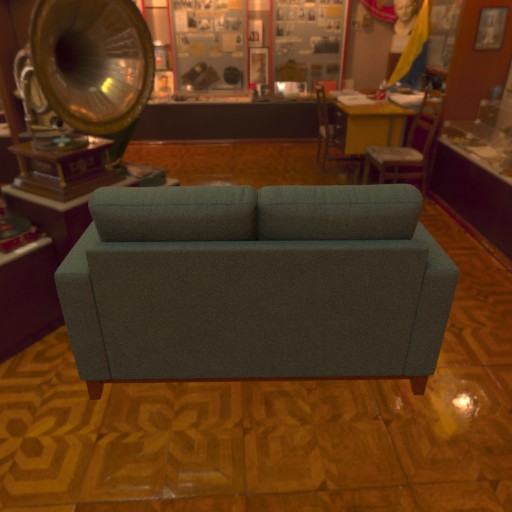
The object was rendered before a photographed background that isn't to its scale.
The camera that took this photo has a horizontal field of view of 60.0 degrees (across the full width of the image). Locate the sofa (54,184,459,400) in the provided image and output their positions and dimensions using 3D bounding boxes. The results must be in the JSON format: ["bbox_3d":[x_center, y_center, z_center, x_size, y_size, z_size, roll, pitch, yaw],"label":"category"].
[{"bbox_3d":[0.000,0.000,2.105,1.489,0.903,0.955,-1,29,-1],"label":"sofa"}]
